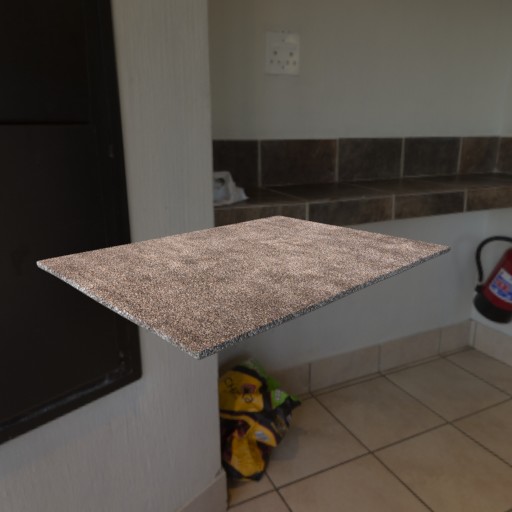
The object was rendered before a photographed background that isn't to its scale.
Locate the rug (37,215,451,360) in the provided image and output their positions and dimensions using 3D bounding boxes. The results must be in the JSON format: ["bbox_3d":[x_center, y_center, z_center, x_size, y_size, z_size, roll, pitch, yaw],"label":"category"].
[{"bbox_3d":[0.000,0.000,2.126,1.601,0.025,1.198,-15,22,-42],"label":"rug"}]
